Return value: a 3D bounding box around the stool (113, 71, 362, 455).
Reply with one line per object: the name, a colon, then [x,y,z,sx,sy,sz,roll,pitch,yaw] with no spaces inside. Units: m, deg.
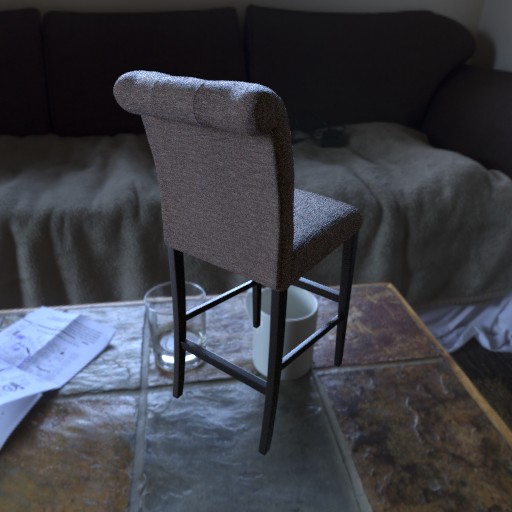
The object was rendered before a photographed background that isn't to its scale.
stool: [0.000,0.000,1.428,0.452,1.131,0.613,20,35,31]
